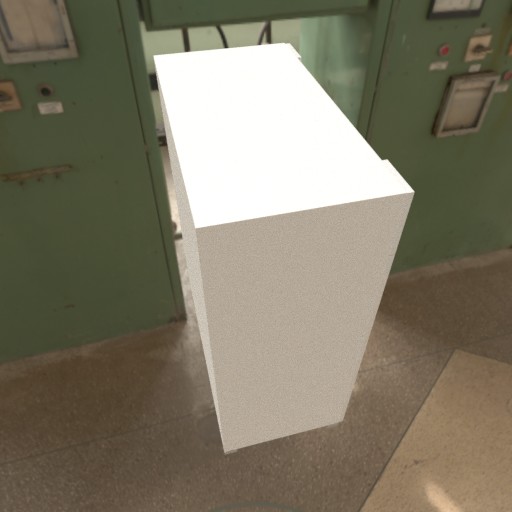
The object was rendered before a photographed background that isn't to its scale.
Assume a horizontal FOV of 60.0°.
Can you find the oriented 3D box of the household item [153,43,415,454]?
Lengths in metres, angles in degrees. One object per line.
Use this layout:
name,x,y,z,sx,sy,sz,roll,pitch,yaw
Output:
household item,0.000,0.000,1.430,0.420,1.010,0.790,-10,46,-10
